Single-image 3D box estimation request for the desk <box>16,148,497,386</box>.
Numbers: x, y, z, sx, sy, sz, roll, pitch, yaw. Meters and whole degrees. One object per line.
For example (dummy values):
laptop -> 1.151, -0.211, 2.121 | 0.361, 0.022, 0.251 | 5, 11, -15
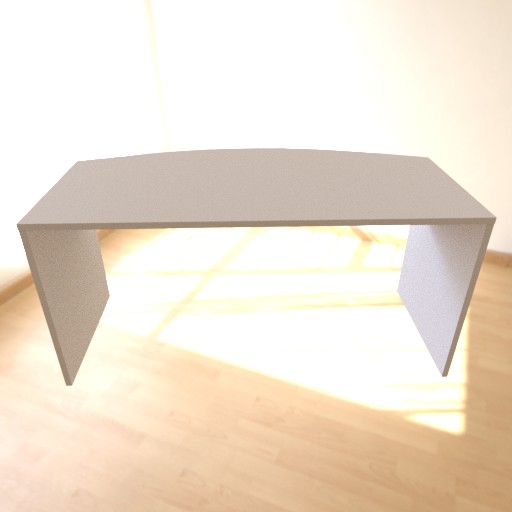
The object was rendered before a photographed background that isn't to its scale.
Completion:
desk -> 0.000, 0.000, 2.009 | 1.600, 0.750, 0.802 | -1, 31, -2
